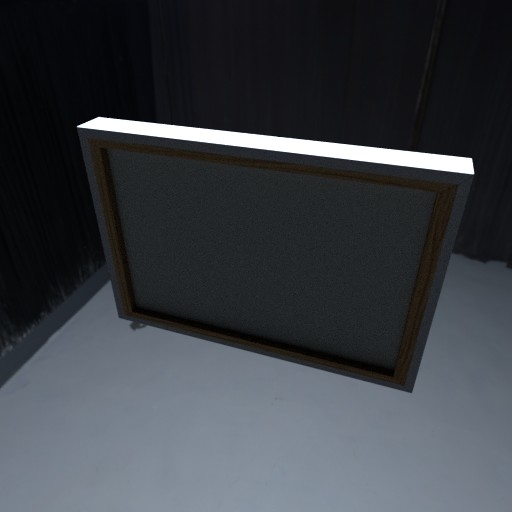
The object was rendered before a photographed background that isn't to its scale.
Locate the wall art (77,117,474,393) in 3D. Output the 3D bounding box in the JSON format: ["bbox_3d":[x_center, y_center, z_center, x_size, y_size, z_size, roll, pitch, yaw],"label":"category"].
[{"bbox_3d":[0.000,0.000,0.490,0.381,0.259,0.038,11,34,16],"label":"wall art"}]
